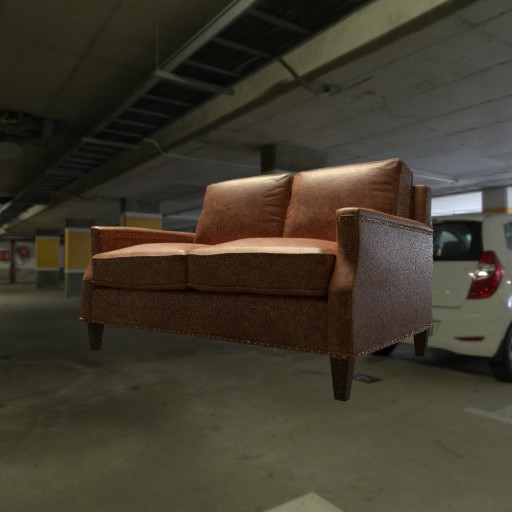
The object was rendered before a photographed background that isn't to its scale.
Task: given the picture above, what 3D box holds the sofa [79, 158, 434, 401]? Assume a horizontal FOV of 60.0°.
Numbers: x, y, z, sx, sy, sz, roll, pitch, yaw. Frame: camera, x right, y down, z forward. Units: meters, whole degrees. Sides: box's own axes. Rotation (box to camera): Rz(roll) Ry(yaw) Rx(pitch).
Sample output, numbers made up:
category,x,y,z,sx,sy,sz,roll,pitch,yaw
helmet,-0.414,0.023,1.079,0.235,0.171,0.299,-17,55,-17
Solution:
category,x,y,z,sx,sy,sz,roll,pitch,yaw
sofa,0.000,0.000,2.332,1.597,1.003,1.084,-1,-1,37
